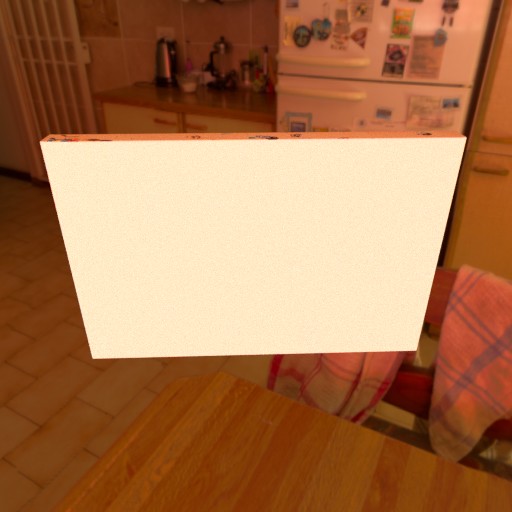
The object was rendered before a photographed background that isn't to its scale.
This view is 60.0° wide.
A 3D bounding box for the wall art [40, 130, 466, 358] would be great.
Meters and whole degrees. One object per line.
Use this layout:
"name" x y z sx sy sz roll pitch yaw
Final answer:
"wall art" 0.000 0.000 0.749 0.609 0.406 0.039 -1 30 -2
